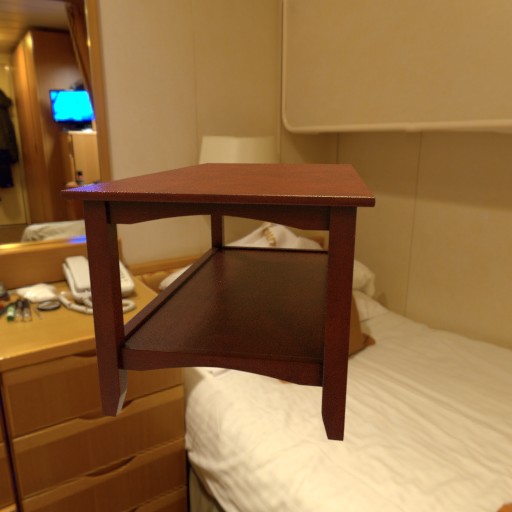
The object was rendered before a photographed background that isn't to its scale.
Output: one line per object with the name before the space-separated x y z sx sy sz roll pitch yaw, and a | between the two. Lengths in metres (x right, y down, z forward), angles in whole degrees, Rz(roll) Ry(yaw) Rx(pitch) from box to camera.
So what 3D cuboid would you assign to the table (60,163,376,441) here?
table | 0.000 0.000 1.233 0.533 0.456 0.943 2 15 9
